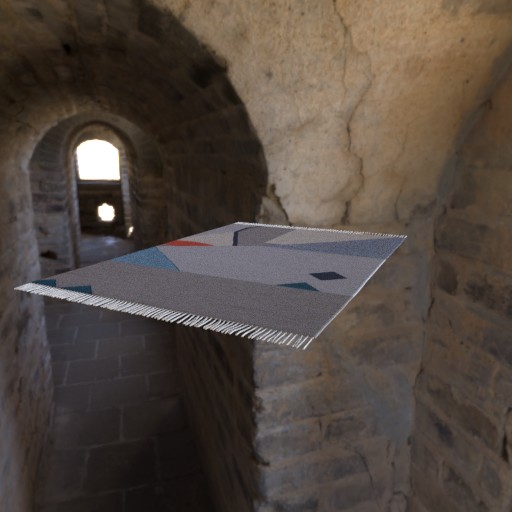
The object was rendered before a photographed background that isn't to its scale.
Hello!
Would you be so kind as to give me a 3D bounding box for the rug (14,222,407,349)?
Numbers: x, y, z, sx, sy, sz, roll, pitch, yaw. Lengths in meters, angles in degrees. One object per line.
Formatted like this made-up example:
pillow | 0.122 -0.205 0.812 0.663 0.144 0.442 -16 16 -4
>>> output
rug | 0.000 0.000 2.254 1.220 0.005 1.828 7 15 26
